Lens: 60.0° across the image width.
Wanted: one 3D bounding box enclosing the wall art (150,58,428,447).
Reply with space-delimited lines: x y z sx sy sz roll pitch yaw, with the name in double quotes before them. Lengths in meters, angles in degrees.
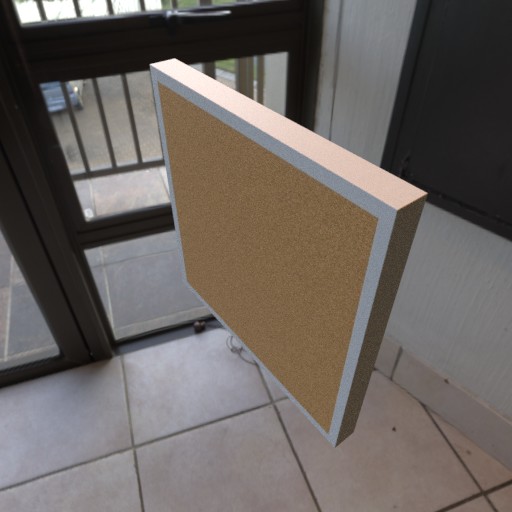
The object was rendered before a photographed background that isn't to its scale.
"wall art" 0.000 0.000 0.605 0.038 0.406 0.406 -27 49 -27
